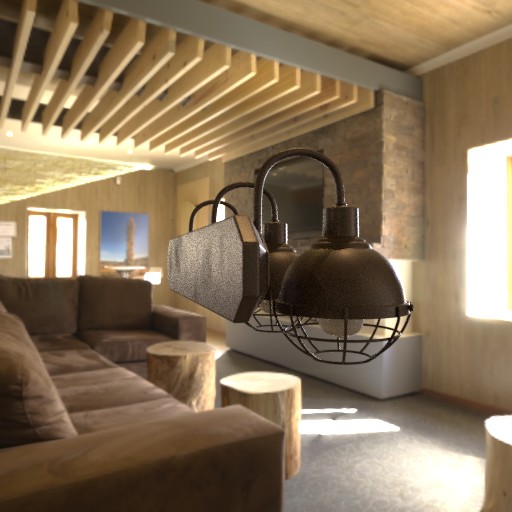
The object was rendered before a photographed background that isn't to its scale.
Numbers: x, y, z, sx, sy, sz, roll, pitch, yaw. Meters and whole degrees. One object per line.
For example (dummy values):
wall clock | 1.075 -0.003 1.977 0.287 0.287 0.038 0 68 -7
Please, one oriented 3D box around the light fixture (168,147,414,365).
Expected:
light fixture | 0.000 0.000 0.760 0.229 0.254 0.634 0 -1 -18
